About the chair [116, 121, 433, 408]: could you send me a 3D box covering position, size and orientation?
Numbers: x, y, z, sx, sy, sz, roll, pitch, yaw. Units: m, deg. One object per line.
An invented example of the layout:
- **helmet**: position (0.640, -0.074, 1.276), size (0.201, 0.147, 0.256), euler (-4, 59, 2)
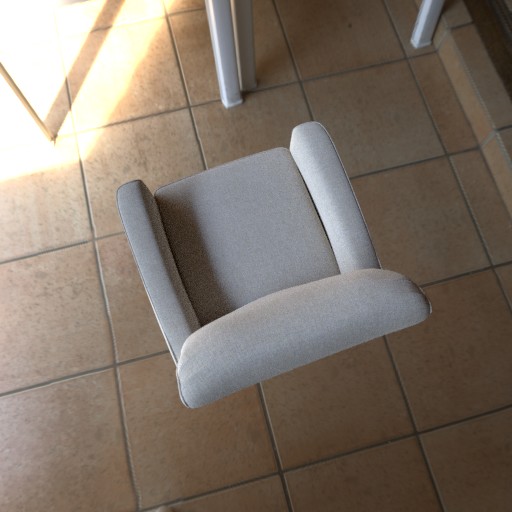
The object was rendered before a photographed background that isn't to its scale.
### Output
- **chair**: position (0.000, 0.000, 1.660), size (0.845, 1.023, 0.859), euler (-20, 76, -5)
